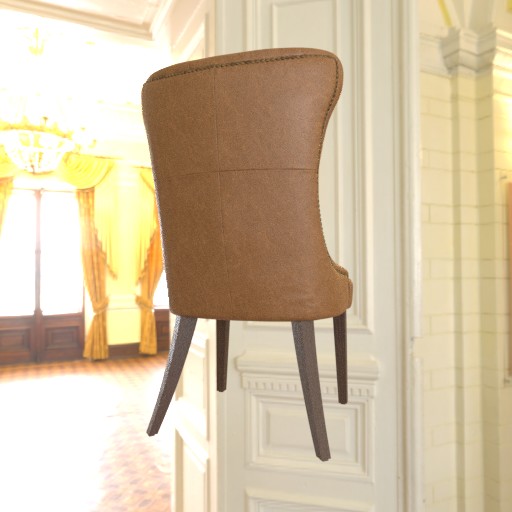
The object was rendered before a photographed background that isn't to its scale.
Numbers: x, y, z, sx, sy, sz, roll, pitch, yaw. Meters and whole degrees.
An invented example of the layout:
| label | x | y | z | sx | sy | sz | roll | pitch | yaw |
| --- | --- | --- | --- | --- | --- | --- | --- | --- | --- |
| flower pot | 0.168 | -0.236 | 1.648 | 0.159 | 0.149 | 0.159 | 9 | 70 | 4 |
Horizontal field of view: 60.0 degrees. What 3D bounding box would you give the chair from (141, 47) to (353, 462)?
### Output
| label | x | y | z | sx | sy | sz | roll | pitch | yaw |
| --- | --- | --- | --- | --- | --- | --- | --- | --- | --- |
| chair | 0.000 | 0.000 | 1.435 | 0.611 | 1.065 | 0.669 | 0 | -1 | 19 |
